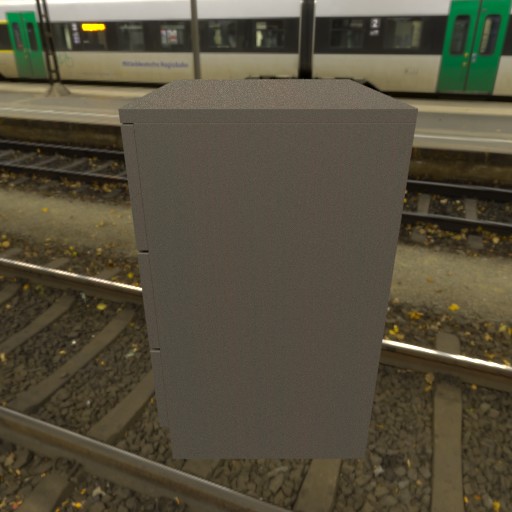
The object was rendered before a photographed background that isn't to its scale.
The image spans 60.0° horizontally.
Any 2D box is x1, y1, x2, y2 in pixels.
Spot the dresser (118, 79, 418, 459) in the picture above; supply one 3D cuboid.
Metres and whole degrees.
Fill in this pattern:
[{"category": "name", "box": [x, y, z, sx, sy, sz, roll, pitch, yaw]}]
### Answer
[{"category": "dresser", "box": [0.000, 0.000, 0.795, 0.360, 0.560, 0.400, 0, 26, 0]}]
